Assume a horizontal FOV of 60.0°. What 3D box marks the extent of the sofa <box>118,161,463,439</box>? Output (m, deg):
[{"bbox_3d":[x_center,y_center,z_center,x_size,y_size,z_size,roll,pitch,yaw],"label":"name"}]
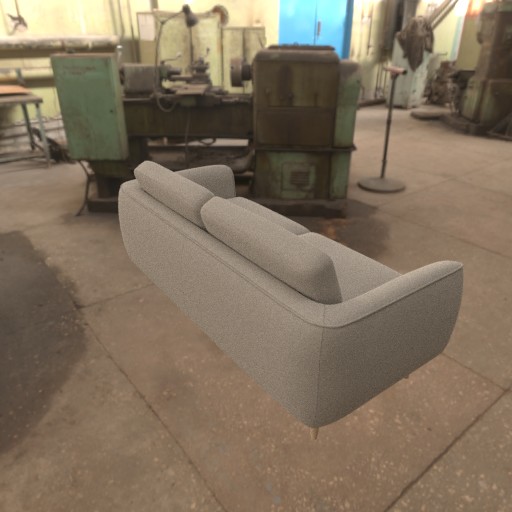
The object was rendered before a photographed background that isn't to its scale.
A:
[{"bbox_3d":[0.000,0.000,2.476,0.920,0.850,2.000,-18,33,-31],"label":"sofa"}]
